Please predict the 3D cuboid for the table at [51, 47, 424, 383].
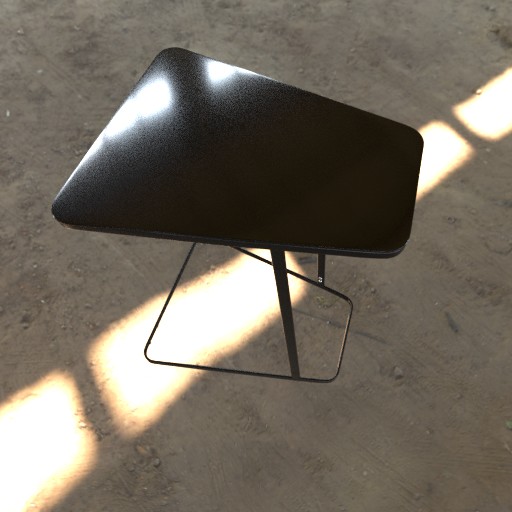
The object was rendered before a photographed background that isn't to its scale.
[{"bbox_3d":[0.000,0.000,0.957,0.500,0.624,0.427,15,59,9],"label":"table"}]
